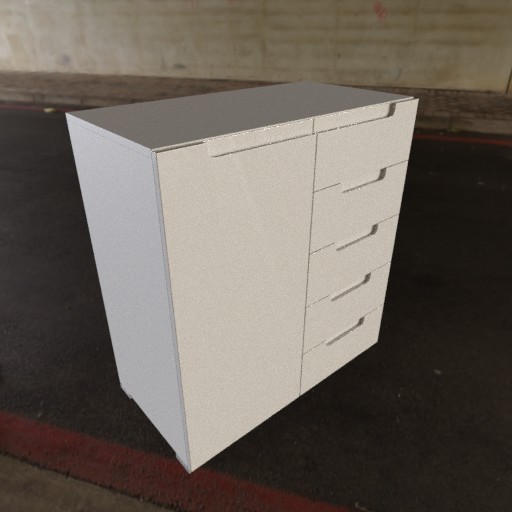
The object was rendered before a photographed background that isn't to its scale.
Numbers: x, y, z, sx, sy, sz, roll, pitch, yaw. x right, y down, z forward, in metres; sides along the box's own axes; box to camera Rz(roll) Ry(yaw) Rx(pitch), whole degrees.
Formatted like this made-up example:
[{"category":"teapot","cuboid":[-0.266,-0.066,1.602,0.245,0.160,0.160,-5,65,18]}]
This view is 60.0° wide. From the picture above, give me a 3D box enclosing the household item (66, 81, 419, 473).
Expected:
[{"category":"household item","cuboid":[0.000,0.000,1.323,0.800,0.870,0.420,-23,36,-35]}]
